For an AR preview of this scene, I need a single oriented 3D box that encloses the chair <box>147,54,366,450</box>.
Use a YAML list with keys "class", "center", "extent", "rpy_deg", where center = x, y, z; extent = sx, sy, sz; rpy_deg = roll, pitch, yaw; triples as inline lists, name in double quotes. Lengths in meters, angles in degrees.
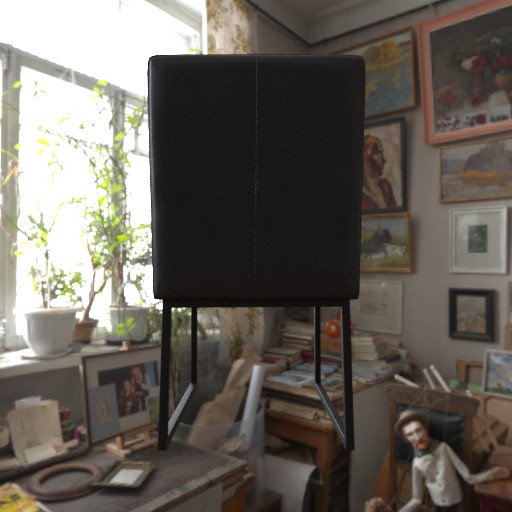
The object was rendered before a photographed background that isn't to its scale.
- class: "chair"
  center: [0.000, 0.000, 1.310]
  extent: [0.520, 0.930, 0.634]
  rpy_deg: [0, -2, 0]
